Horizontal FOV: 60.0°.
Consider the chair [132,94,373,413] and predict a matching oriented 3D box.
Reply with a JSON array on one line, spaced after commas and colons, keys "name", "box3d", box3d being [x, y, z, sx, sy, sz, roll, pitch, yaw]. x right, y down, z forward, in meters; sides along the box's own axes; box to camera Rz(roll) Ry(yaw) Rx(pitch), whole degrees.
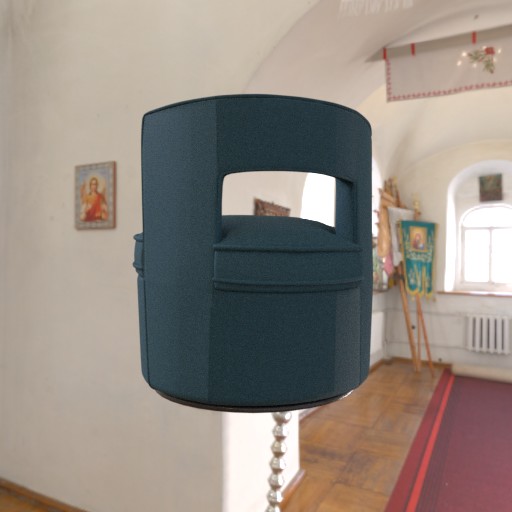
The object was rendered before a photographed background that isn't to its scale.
[{"name": "chair", "box3d": [0.000, 0.000, 1.274, 0.684, 0.711, 0.660, 0, 0, -18]}]
